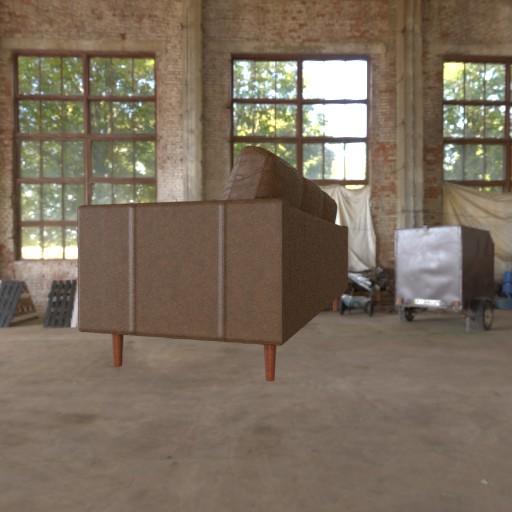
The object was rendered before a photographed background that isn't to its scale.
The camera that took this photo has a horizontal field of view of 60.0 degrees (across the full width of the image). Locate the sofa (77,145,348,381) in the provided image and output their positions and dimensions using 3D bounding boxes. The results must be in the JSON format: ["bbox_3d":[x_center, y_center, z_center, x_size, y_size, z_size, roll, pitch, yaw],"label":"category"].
[{"bbox_3d":[0.000,0.000,2.753,0.903,0.930,2.231,0,1,18],"label":"sofa"}]
